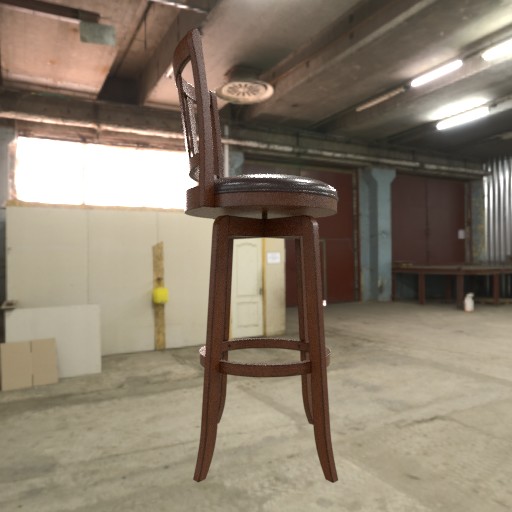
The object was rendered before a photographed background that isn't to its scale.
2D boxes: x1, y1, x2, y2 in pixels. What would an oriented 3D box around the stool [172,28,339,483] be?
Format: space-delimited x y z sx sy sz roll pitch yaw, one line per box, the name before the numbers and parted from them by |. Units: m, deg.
stool | 0.000 0.000 1.365 0.503 1.177 0.464 0 0 0
